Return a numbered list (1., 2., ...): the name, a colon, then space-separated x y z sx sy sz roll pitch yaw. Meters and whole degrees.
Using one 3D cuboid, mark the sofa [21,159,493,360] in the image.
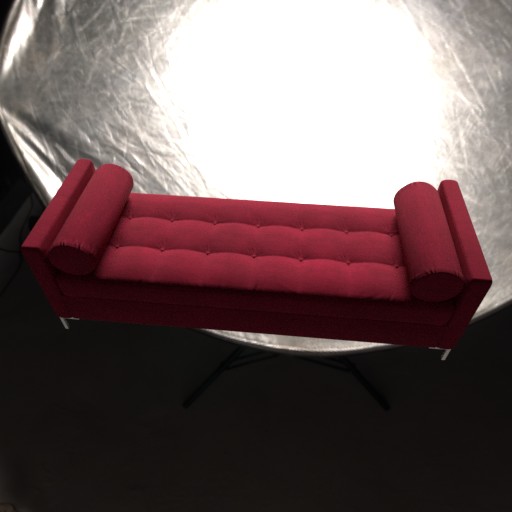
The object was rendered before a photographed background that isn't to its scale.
1. sofa: 0.000 0.000 2.283 1.981 0.635 0.686 4 47 4
